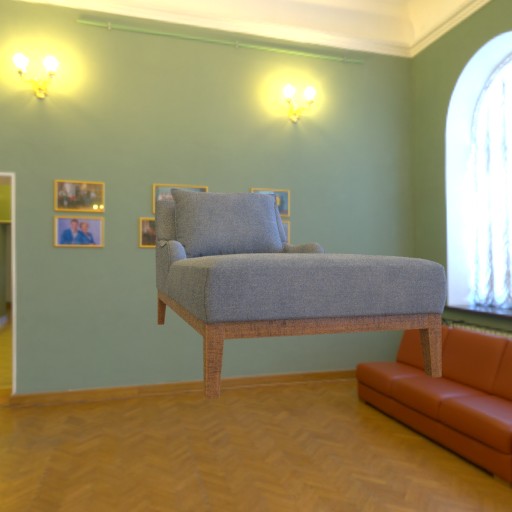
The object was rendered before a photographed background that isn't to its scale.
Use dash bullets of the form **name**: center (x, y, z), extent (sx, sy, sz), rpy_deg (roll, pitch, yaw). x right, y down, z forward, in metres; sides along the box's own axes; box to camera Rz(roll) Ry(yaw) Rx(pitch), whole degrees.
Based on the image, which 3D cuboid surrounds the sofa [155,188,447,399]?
- **sofa**: center (0.000, 0.000, 2.288), extent (0.904, 0.883, 1.779), rpy_deg (0, -1, -17)
